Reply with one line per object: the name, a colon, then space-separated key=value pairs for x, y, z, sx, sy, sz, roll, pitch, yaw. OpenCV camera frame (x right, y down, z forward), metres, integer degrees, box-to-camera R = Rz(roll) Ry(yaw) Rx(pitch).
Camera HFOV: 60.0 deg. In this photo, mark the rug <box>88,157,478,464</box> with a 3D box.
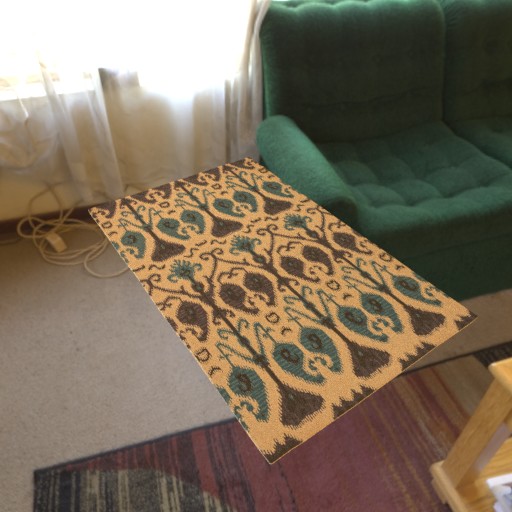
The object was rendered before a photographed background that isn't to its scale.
rug: x=0.000 y=0.000 z=2.133 sx=1.072 sy=0.013 sz=1.698 roll=-24 pitch=46 yaw=-26
